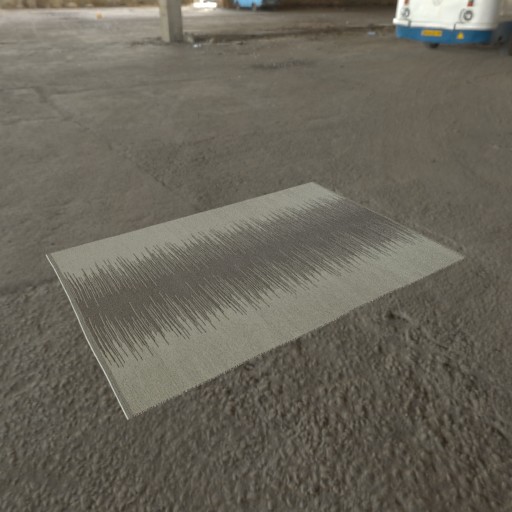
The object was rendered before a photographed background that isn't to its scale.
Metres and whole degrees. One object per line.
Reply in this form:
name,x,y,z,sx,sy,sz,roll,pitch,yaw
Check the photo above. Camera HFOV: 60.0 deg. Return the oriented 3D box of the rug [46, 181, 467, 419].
rug,0.000,0.000,2.294,1.815,0.007,1.226,-19,36,-28
